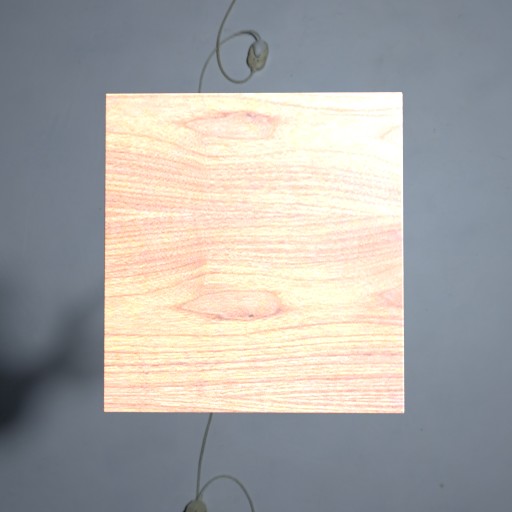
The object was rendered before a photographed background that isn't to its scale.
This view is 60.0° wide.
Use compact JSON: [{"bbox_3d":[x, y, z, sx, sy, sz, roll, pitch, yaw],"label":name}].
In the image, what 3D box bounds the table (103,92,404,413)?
[{"bbox_3d":[0.000,0.000,0.852,0.384,0.567,0.411,0,89,1],"label":"table"}]
